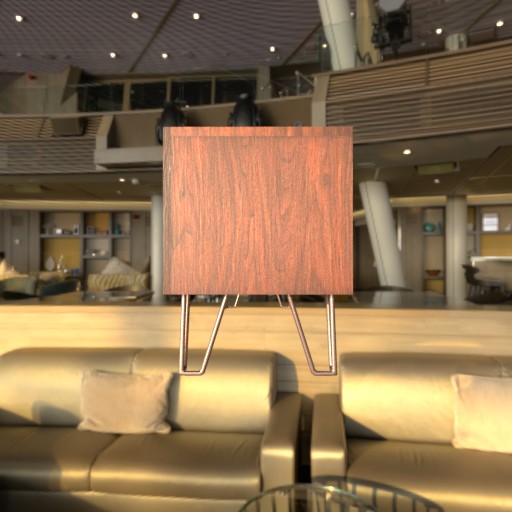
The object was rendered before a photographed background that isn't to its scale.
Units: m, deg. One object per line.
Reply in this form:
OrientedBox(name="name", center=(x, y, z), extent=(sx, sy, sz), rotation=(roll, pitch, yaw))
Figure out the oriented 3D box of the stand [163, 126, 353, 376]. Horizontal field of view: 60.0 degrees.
OrientedBox(name="stand", center=(0.000, 0.000, 1.879), extent=(0.481, 0.610, 1.626), rotation=(0, 0, 0))
